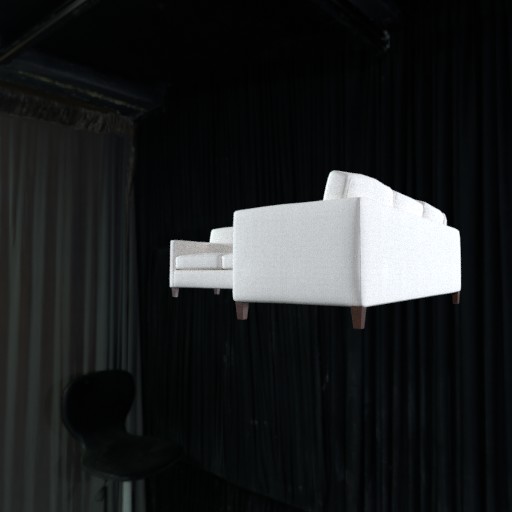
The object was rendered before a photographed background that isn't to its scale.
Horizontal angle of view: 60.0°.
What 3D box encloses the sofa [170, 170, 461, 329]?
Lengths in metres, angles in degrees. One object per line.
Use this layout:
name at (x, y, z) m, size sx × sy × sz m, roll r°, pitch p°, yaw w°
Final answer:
sofa at (0.000, 0.000, 4.413) m, size 3.302 × 0.947 × 2.593 m, roll -1°, pitch -3°, yaw 36°
